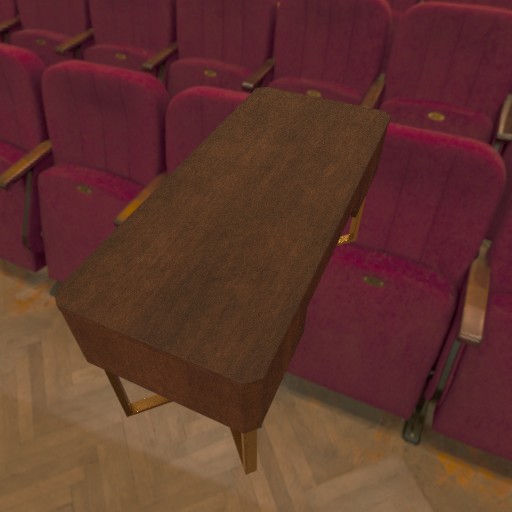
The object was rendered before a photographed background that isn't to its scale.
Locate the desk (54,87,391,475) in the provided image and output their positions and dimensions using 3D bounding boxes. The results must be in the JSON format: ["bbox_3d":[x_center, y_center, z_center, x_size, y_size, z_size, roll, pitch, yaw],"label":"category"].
[{"bbox_3d":[0.000,0.000,1.907,0.684,0.762,1.479,18,49,17],"label":"desk"}]
